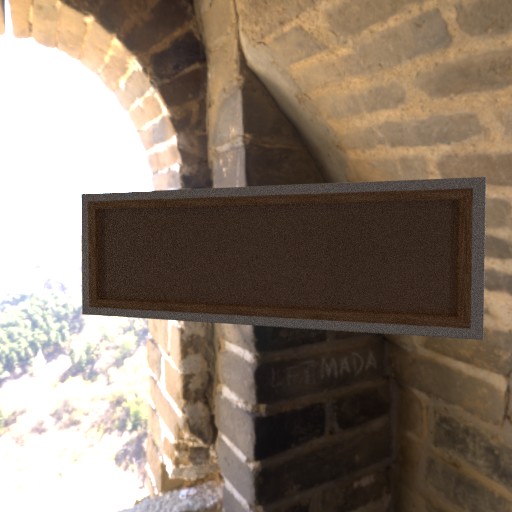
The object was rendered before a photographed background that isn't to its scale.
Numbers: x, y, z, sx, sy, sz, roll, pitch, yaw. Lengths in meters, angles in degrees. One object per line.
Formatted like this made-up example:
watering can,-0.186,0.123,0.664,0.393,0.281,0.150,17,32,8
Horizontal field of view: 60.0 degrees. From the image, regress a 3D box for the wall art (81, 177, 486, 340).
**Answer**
wall art,0.000,0.000,0.831,0.766,0.256,0.036,1,2,18
